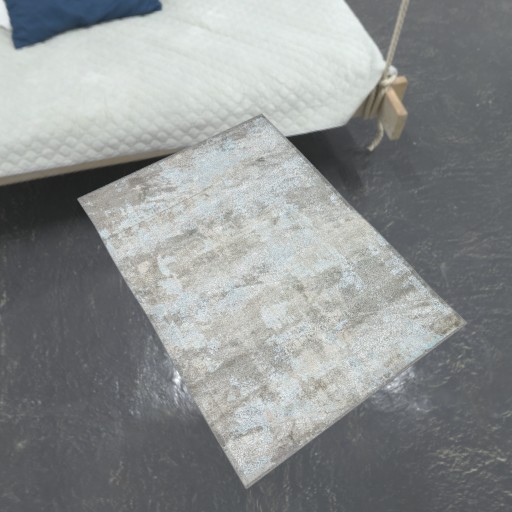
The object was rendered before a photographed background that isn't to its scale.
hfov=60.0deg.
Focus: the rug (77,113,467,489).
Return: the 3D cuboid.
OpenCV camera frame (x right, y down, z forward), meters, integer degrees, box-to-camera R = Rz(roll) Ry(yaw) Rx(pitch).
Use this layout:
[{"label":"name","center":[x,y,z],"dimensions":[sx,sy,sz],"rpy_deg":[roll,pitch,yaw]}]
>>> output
[{"label":"rug","center":[0.000,0.000,4.361],"dimensions":[2.393,0.013,3.307],"rpy_deg":[-30,63,-17]}]
